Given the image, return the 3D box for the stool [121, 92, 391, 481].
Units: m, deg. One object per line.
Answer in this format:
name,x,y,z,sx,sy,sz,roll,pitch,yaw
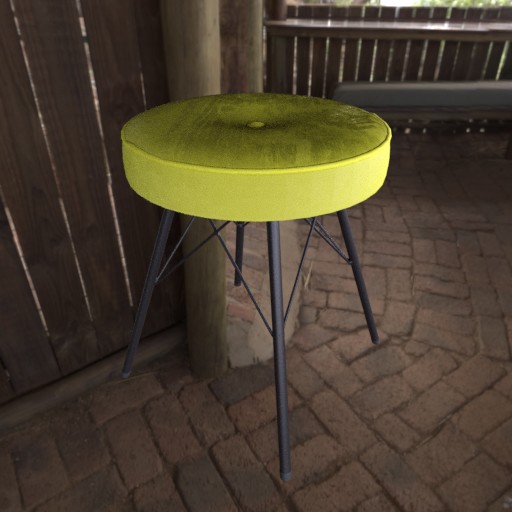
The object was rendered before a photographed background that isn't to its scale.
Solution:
stool,0.000,0.000,0.809,0.409,0.508,0.409,20,37,29
